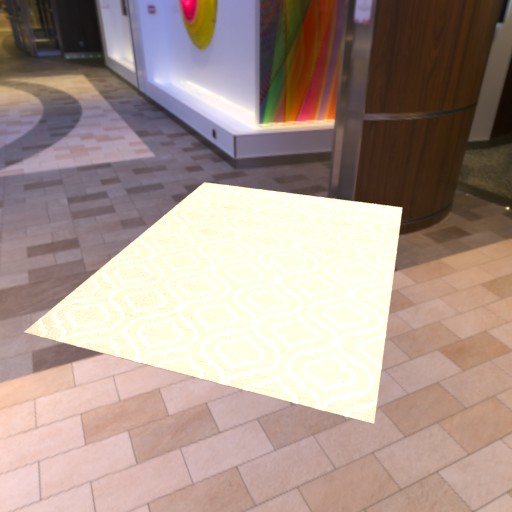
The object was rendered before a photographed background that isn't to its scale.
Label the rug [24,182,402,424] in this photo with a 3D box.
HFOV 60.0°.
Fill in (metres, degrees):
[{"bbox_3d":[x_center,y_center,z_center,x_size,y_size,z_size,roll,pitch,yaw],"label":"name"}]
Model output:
[{"bbox_3d":[0.000,0.000,3.815,2.283,0.006,2.892,10,32,16],"label":"rug"}]
